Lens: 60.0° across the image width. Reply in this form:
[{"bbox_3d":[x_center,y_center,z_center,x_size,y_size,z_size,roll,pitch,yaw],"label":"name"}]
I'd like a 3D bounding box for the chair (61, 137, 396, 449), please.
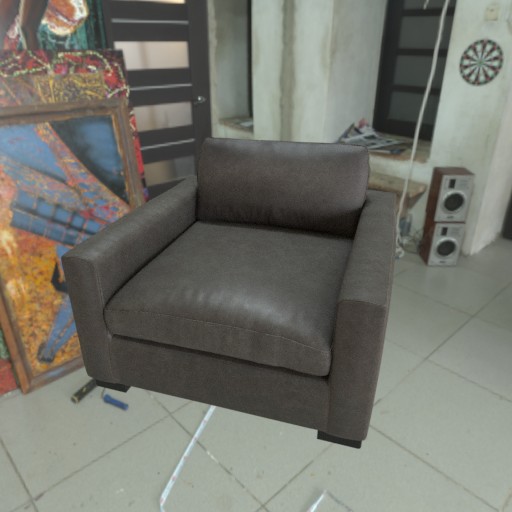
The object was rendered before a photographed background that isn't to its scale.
[{"bbox_3d":[0.000,0.000,1.848,1.106,0.807,1.080,8,27,16],"label":"chair"}]
